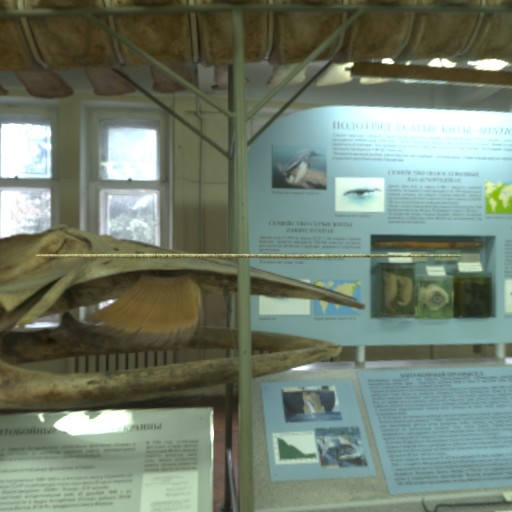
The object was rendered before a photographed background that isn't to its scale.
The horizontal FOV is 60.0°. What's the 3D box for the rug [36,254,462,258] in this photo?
[{"bbox_3d":[0.000,0.000,2.304,1.846,0.014,1.243,0,0,-38],"label":"rug"}]
